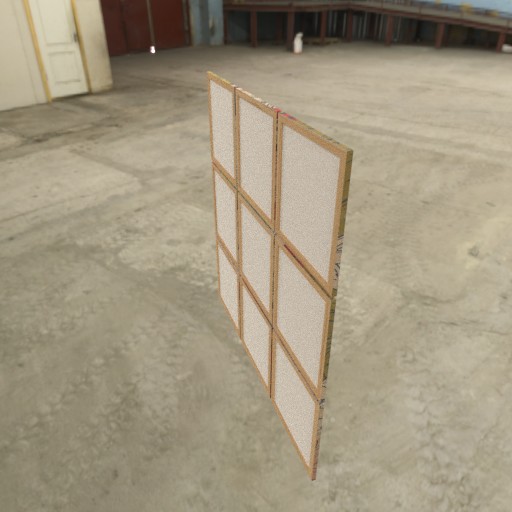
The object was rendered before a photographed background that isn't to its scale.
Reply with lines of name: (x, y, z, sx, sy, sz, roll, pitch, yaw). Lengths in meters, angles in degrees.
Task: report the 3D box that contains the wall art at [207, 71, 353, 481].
wall art: (0.000, 0.000, 1.334, 0.013, 0.913, 0.904, -11, 32, -17)
